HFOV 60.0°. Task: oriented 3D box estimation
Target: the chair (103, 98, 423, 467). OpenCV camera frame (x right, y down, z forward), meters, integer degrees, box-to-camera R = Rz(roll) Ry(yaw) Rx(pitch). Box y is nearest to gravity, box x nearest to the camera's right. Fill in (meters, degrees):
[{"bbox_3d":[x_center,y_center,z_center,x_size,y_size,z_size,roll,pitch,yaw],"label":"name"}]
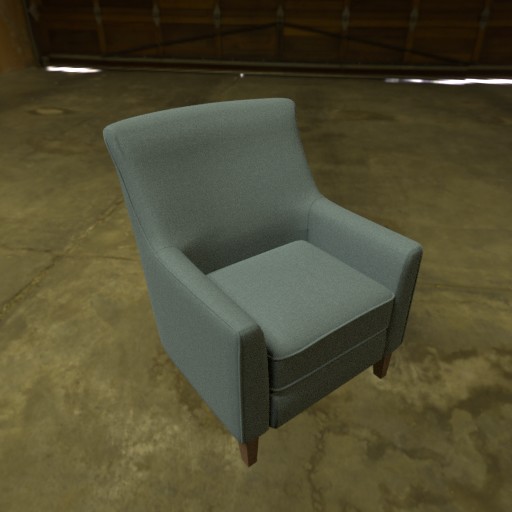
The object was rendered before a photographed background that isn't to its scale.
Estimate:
[{"bbox_3d":[0.000,0.000,1.589,0.756,0.916,0.879,-21,36,-31],"label":"chair"}]
